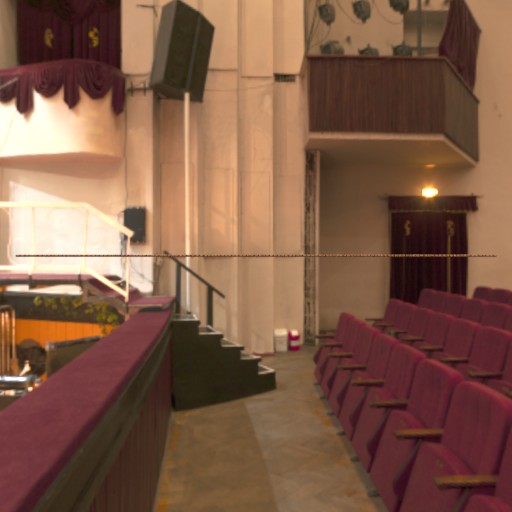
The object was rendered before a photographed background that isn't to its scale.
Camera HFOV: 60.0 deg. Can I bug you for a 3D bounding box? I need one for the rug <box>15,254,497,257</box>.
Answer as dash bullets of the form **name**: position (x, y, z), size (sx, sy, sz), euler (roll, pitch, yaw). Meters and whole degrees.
- **rug**: position (0.000, 0.000, 3.000), size (2.439, 0.011, 1.533), euler (0, 0, 0)
